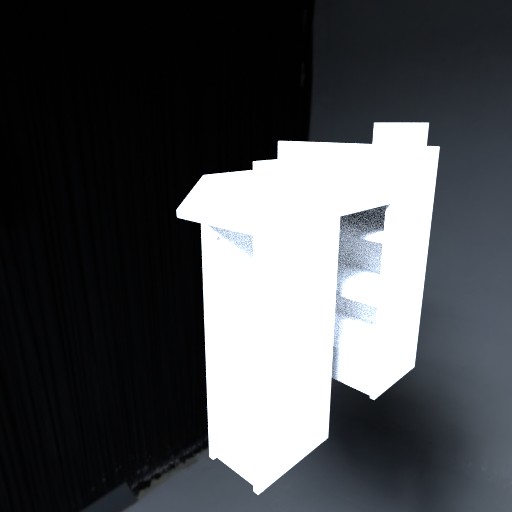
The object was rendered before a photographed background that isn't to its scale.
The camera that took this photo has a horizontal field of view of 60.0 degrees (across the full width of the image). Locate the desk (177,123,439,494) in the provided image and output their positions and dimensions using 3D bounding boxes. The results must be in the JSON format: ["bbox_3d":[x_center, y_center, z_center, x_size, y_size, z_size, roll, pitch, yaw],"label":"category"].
[{"bbox_3d":[0.000,0.000,1.716,0.940,0.986,0.940,16,23,42],"label":"desk"}]
